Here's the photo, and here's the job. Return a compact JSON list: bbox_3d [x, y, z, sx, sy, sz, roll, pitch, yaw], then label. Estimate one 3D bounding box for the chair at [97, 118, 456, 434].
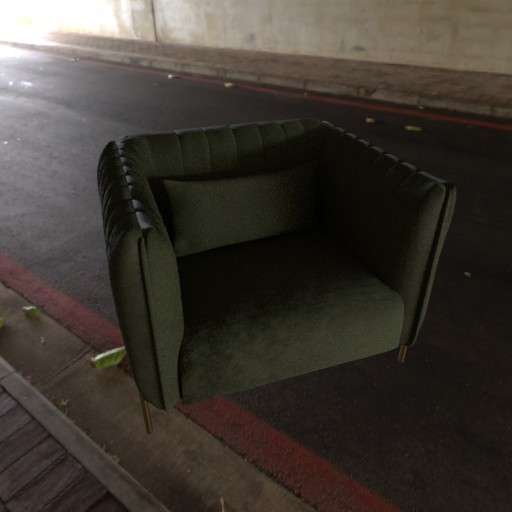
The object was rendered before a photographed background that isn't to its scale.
[{"bbox_3d":[0.000,0.000,1.663,1.032,0.794,0.877,-10,33,-17],"label":"chair"}]
